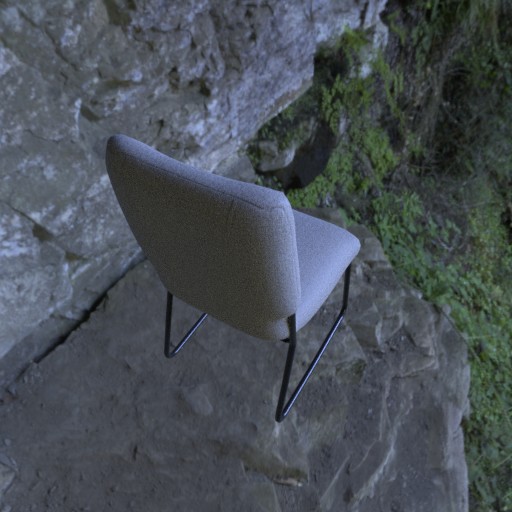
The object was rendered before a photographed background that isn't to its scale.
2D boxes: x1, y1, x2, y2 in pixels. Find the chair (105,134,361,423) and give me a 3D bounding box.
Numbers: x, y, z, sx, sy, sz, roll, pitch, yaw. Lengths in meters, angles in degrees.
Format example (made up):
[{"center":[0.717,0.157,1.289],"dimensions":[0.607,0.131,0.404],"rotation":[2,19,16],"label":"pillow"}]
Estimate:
[{"center":[0.000,0.000,1.215],"dimensions":[0.448,0.864,0.560],"rotation":[24,51,21],"label":"chair"}]
